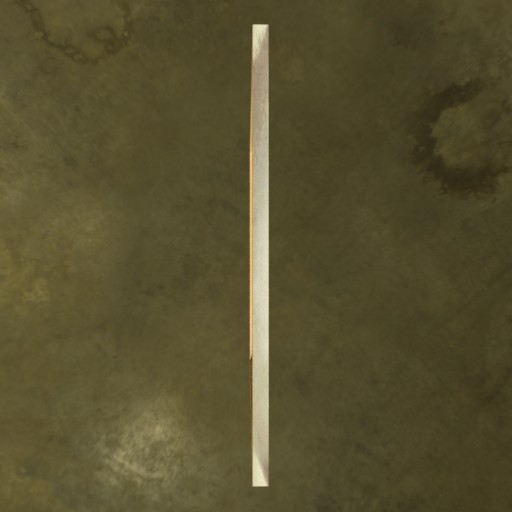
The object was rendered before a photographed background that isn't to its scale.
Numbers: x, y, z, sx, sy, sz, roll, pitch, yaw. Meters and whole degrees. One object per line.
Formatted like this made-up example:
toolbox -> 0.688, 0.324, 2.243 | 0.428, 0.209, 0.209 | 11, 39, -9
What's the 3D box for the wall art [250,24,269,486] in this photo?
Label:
wall art -> 0.000, 0.000, 1.112 | 0.027, 0.762, 0.762 | 0, 90, -1
